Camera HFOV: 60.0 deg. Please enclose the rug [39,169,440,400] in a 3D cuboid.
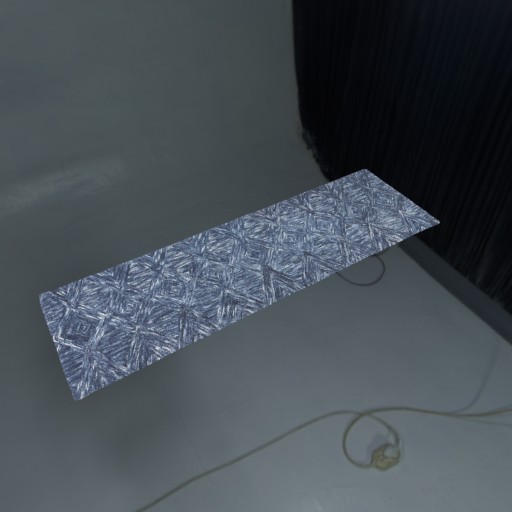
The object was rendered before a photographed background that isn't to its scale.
[{"bbox_3d":[0.000,0.000,2.586,2.306,0.013,0.719,-24,49,-22],"label":"rug"}]
